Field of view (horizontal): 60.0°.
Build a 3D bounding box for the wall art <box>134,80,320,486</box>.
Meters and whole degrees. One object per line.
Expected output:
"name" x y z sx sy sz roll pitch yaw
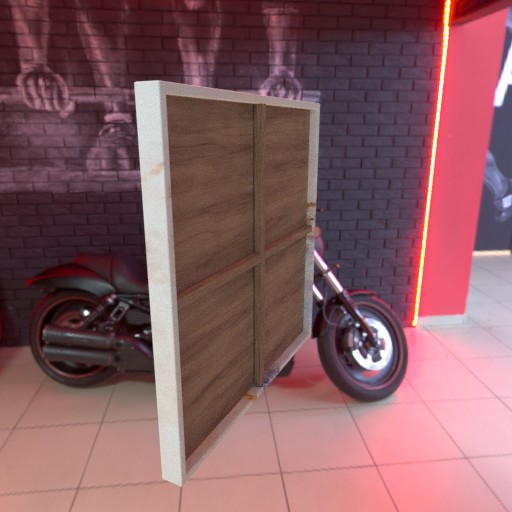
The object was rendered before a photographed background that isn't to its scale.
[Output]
"wall art" 0.000 0.000 1.559 0.071 1.061 1.061 8 18 25
